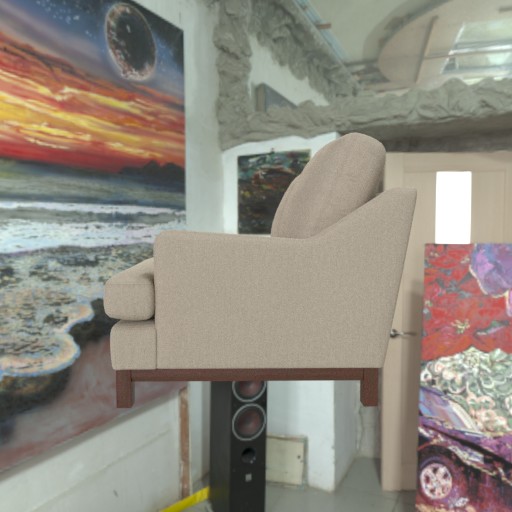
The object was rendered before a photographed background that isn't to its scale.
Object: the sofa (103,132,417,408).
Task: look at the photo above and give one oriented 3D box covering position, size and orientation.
[{"bbox_3d":[0.000,0.000,2.188,1.004,0.910,1.619,0,3,-1],"label":"sofa"}]
